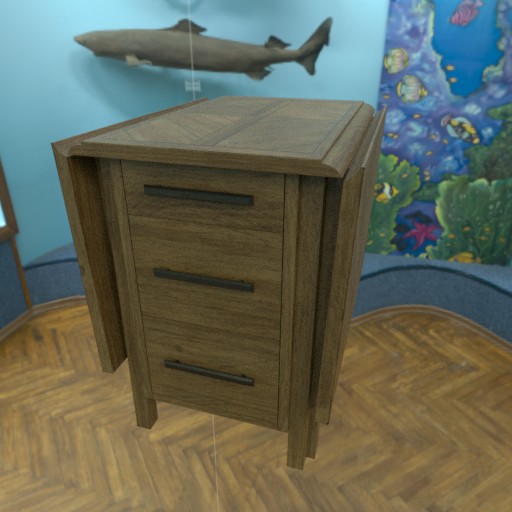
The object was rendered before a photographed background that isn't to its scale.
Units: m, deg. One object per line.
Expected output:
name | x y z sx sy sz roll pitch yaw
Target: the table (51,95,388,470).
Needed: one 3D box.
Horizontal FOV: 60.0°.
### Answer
table | 0.000 0.000 1.254 0.591 0.763 0.746 8 27 16
